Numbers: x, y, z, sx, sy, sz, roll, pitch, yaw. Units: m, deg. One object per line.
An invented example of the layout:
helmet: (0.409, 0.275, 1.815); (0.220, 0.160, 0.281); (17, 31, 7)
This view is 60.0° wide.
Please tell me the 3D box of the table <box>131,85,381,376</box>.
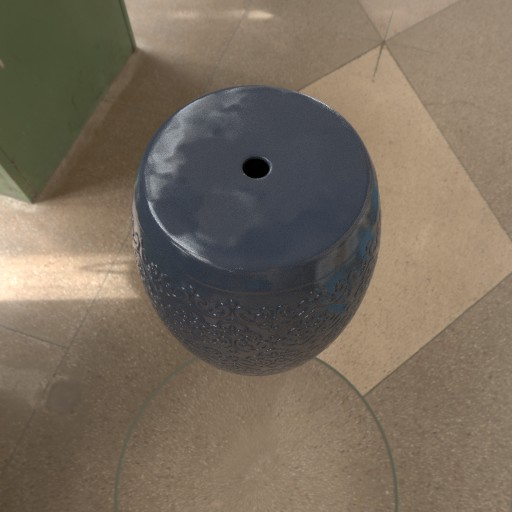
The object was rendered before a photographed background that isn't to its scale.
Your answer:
table: (0.000, 0.000, 0.616); (0.309, 0.397, 0.309); (0, 63, 0)
